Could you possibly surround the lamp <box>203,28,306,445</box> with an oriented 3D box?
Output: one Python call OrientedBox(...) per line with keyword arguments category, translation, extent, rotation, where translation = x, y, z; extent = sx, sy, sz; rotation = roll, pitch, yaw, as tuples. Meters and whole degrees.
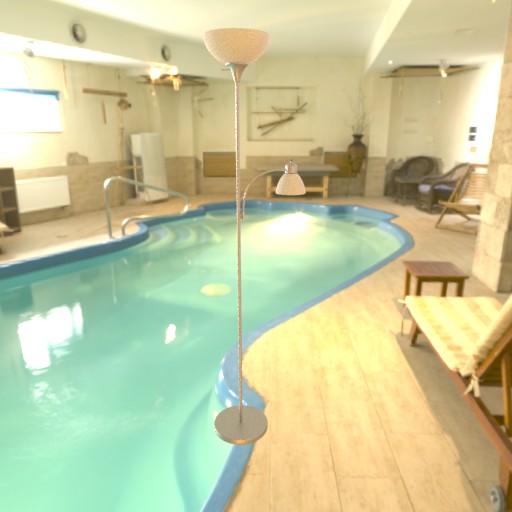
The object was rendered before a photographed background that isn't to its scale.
OrientedBox(category="lamp", translation=(0.000, 0.000, 1.989), extent=(0.425, 1.804, 0.279), rotation=(2, 16, 7))
